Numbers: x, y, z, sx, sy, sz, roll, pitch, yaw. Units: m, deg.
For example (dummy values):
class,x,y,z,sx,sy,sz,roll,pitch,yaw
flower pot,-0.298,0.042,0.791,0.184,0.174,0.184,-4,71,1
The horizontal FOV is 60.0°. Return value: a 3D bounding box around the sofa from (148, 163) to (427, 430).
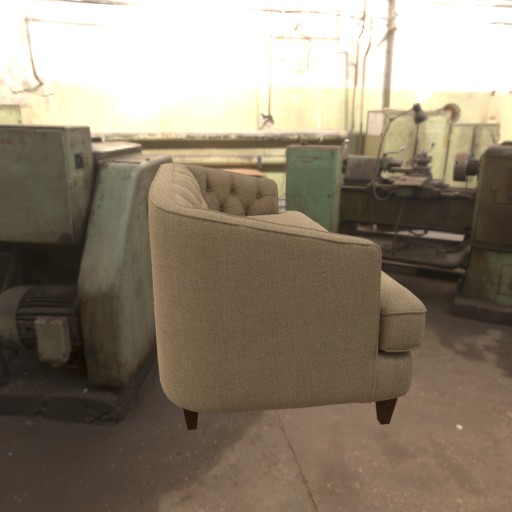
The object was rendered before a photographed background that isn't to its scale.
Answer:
class,x,y,z,sx,sy,sz,roll,pitch,yaw
sofa,0.000,0.000,2.224,0.941,0.855,1.733,-3,17,-9
